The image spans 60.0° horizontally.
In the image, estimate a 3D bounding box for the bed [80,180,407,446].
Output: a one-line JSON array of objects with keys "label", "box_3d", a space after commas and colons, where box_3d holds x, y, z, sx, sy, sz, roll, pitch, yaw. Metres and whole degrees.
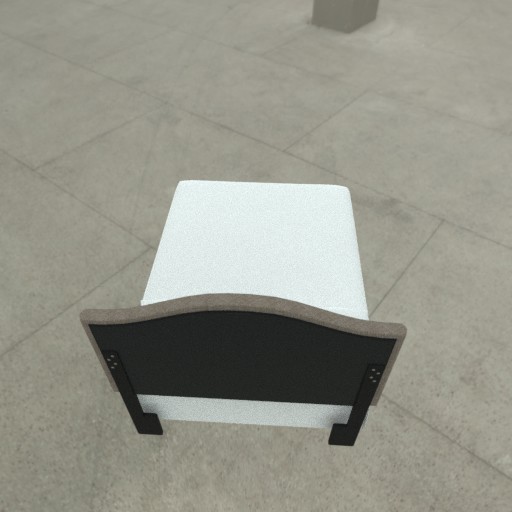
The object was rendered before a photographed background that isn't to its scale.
[{"label": "bed", "box_3d": [0.000, 0.000, 3.329, 1.713, 1.518, 2.153, 2, 46, 2]}]
